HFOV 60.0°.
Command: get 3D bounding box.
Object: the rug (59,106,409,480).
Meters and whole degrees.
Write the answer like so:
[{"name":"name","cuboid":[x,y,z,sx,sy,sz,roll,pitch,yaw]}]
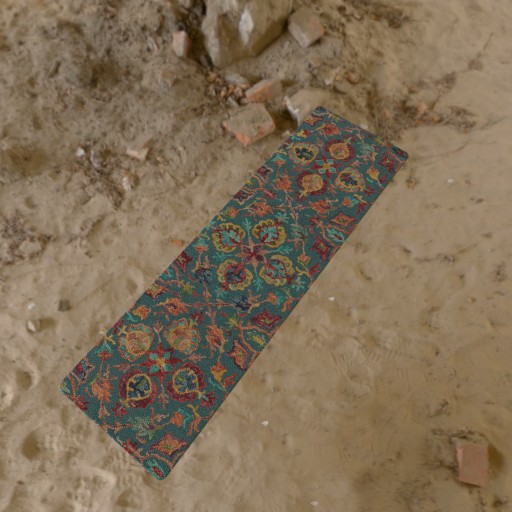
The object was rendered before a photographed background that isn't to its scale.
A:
[{"name":"rug","cuboid":[0.000,0.000,2.449,0.686,0.013,2.286,34,68,16]}]
